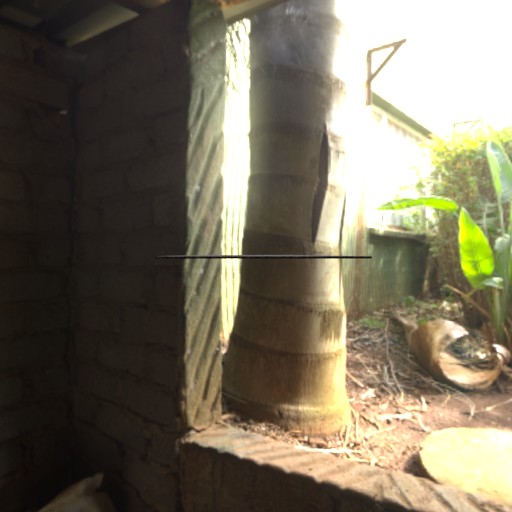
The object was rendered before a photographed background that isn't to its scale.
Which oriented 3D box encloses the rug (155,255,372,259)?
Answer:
[{"bbox_3d":[0.000,0.000,2.508,0.686,0.008,2.286,0,0,-1],"label":"rug"}]
